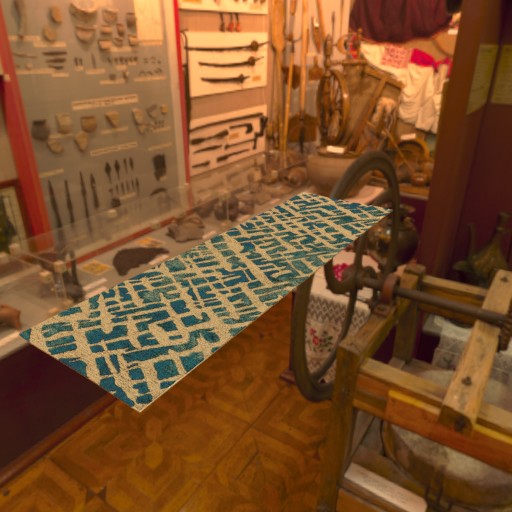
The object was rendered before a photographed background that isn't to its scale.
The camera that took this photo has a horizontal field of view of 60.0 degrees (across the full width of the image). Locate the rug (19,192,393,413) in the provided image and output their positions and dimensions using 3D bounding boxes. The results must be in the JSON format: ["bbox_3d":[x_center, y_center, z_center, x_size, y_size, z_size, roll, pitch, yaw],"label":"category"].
[{"bbox_3d":[0.000,0.000,2.602,0.768,0.011,2.446,17,31,31],"label":"rug"}]
